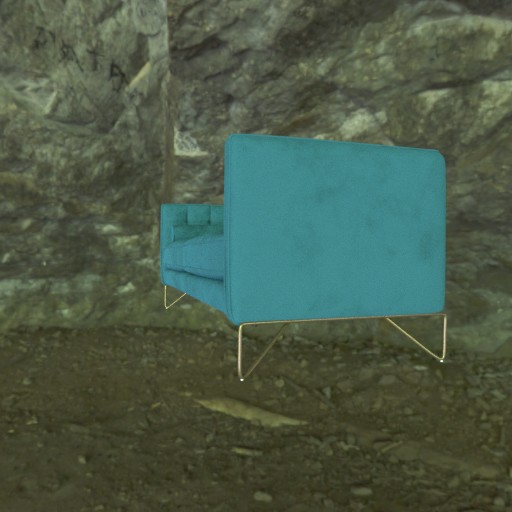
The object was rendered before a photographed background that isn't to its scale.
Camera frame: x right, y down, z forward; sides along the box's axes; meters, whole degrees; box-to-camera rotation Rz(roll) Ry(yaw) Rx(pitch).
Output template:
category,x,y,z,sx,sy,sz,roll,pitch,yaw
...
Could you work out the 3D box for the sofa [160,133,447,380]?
category,x,y,z,sx,sy,sz,roll,pitch,yaw
sofa,0.000,0.000,2.484,0.867,0.789,2.087,0,0,-18
